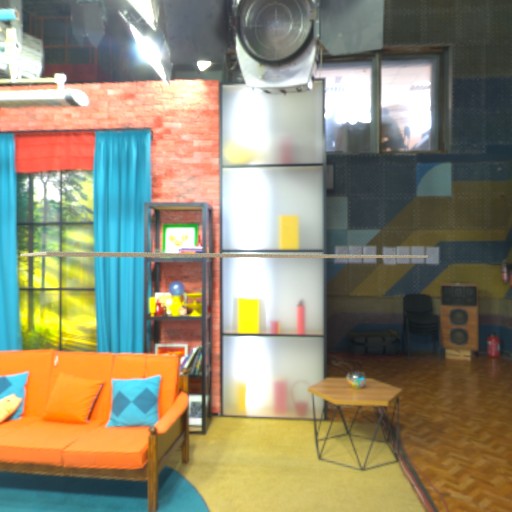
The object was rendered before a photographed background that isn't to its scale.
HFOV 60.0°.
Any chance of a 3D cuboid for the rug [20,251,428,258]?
[{"bbox_3d":[0.000,0.000,2.514,2.297,0.013,0.661,0,-1,-35],"label":"rug"}]
